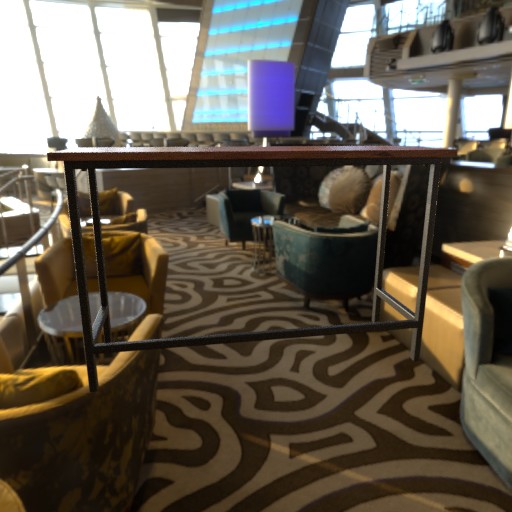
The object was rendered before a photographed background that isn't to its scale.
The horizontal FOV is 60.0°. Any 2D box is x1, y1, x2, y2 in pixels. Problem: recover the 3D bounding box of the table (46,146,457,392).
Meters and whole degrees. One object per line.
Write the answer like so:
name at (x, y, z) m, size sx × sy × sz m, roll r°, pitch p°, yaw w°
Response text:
table at (0.000, 0.000, 1.570) m, size 1.204 × 0.740 × 0.408 m, roll -3°, pitch 16°, yaw -10°
